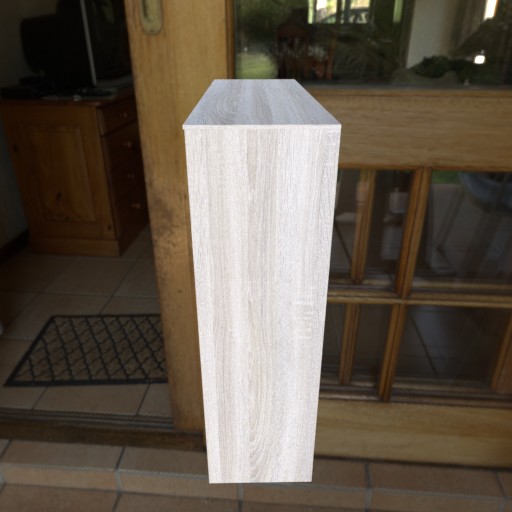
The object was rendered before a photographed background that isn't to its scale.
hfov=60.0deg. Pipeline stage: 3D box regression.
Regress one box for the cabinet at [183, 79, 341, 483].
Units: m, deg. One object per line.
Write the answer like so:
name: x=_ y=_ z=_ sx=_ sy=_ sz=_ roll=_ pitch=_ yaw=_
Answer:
cabinet: x=0.000 y=0.000 z=2.990 sx=0.620 sy=2.060 sz=1.870 roll=0 pitch=27 yaw=-1
